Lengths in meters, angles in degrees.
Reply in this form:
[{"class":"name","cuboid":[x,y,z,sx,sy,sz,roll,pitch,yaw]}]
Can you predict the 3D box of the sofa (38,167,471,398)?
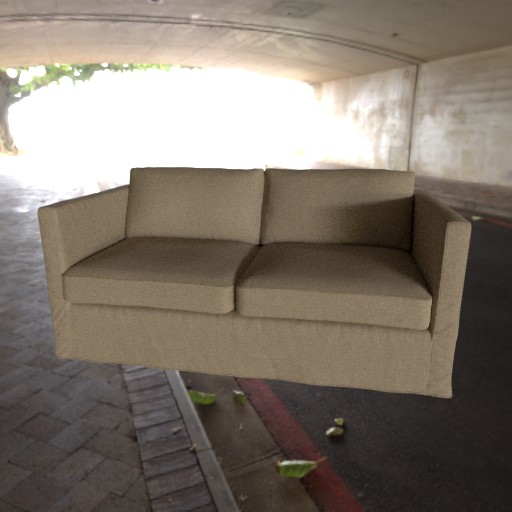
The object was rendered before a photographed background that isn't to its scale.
[{"class":"sofa","cuboid":[0.000,0.000,2.220,1.766,0.828,0.956,3,16,10]}]
